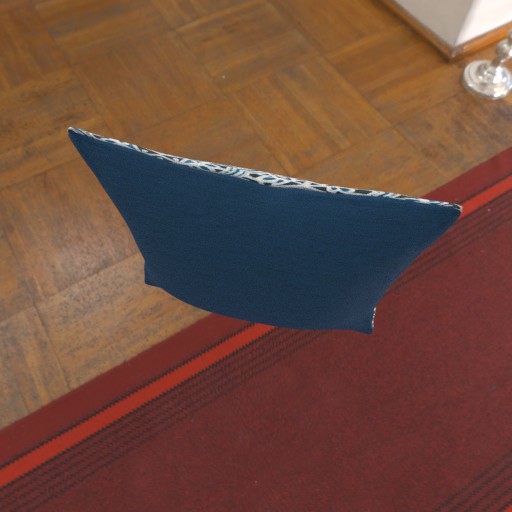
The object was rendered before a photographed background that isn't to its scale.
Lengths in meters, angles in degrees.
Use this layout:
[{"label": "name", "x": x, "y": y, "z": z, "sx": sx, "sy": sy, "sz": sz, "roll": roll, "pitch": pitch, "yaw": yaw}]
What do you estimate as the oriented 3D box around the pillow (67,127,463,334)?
[{"label": "pillow", "x": 0.000, "y": 0.000, "z": 0.654, "sx": 0.440, "sy": 0.420, "sz": 0.145, "roll": 12, "pitch": 64, "yaw": 6}]
